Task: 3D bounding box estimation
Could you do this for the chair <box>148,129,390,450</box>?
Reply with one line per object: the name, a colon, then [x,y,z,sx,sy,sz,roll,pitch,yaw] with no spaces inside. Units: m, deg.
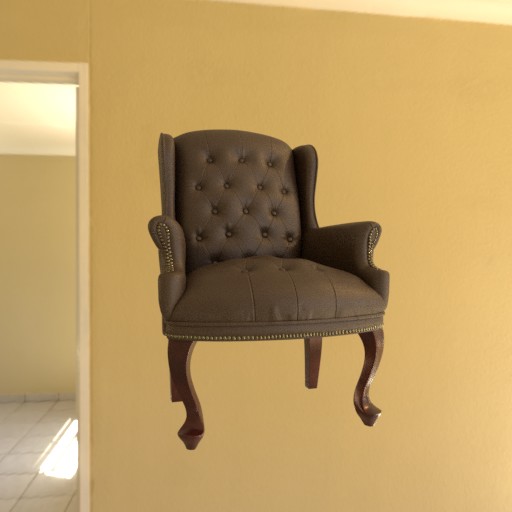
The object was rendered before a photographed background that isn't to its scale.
chair: [0.000,0.000,1.692,0.829,1.132,0.819,0,0,-17]
